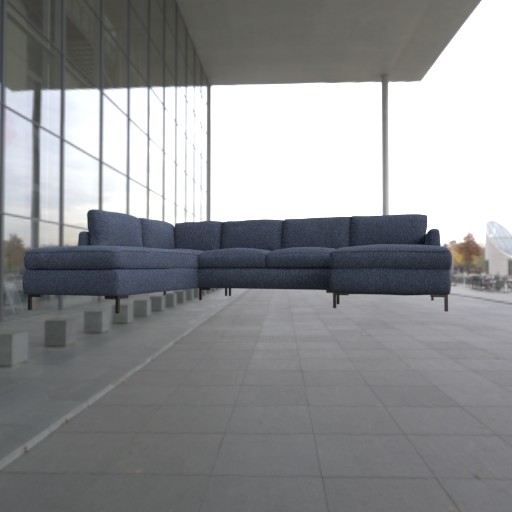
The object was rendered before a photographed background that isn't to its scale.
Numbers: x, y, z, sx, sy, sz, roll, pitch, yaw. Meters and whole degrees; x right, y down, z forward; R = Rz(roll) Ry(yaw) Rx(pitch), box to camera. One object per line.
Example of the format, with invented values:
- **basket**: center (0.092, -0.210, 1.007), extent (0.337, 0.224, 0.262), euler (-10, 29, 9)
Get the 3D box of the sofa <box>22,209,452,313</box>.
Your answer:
- **sofa**: center (0.000, 0.000, 3.708), extent (2.956, 0.813, 2.007), euler (0, -1, 18)
